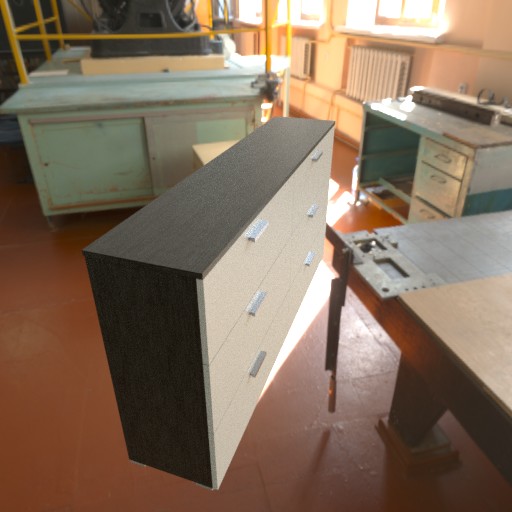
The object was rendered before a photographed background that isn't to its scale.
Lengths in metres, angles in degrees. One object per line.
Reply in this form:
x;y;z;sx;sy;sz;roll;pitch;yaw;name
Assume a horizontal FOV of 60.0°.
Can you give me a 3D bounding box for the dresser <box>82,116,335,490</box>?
0.000;0.000;1.829;0.333;0.790;1.535;10;31;17;dresser
